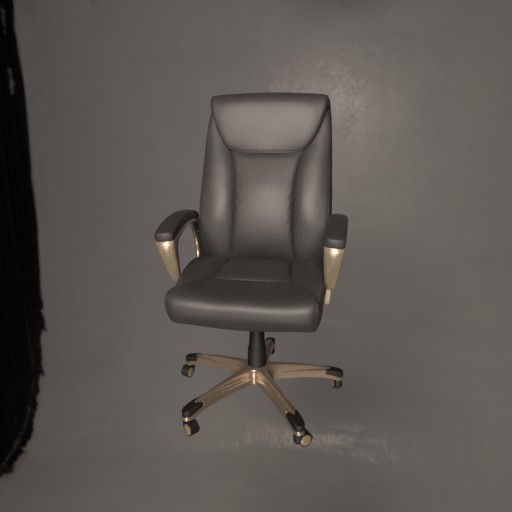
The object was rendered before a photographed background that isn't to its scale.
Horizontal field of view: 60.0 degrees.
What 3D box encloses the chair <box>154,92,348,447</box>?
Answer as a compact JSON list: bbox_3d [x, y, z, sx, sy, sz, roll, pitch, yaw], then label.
[{"bbox_3d":[0.000,0.000,1.645,0.694,1.188,0.748,3,16,9],"label":"chair"}]
